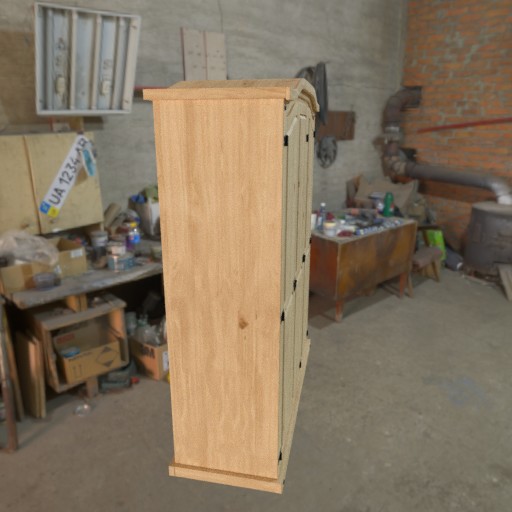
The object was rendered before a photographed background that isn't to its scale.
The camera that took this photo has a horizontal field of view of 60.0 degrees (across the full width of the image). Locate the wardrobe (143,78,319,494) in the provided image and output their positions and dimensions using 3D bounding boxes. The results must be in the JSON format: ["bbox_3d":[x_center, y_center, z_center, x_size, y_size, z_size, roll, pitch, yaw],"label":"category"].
[{"bbox_3d":[0.000,0.000,2.581,0.570,1.870,1.500,3,17,11],"label":"wardrobe"}]
